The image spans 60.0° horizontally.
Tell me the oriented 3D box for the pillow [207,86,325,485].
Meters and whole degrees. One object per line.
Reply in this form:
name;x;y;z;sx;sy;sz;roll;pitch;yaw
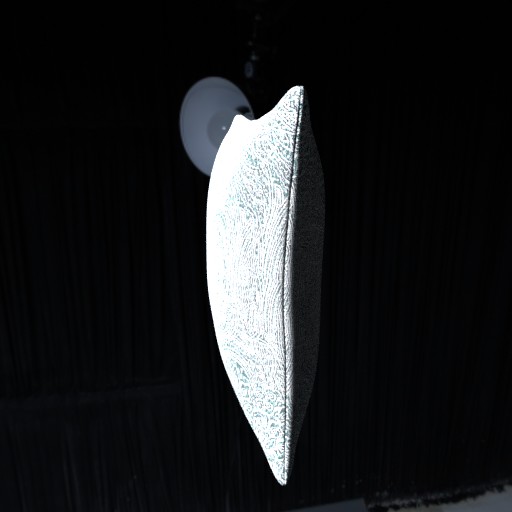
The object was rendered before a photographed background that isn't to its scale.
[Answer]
pillow;0.000;0.000;0.783;0.166;0.507;0.526;-2;15;-9
